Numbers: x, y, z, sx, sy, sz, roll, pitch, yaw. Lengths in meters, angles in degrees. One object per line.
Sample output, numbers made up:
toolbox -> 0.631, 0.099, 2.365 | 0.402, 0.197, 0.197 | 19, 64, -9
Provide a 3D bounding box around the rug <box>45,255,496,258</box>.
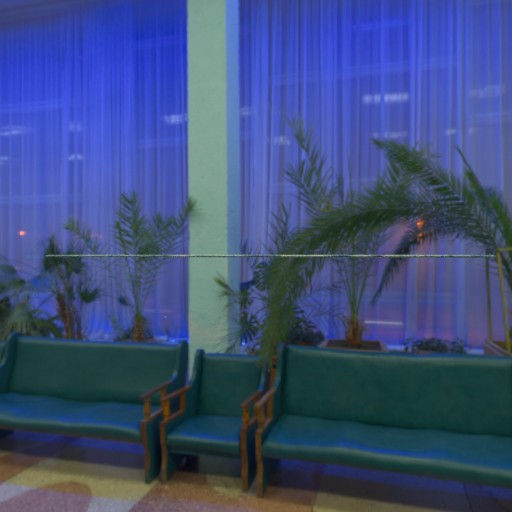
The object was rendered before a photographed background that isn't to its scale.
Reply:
rug -> 0.000, 0.000, 2.659 | 2.435, 0.011, 0.750 | 0, 0, 18
